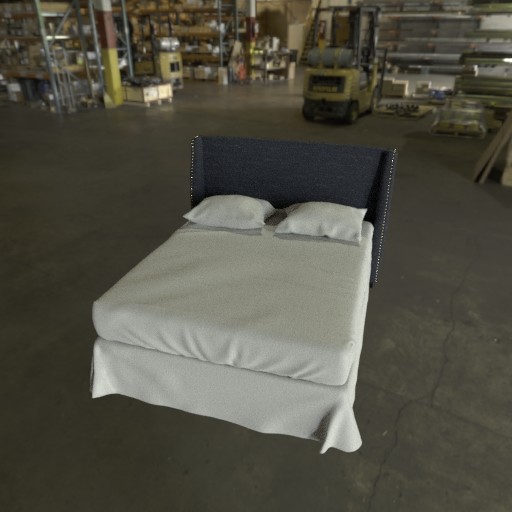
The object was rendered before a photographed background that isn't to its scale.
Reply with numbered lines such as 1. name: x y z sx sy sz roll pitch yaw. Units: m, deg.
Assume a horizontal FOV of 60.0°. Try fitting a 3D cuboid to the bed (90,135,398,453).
1. bed: 0.000 0.000 3.457 1.925 1.332 2.276 8 28 15
